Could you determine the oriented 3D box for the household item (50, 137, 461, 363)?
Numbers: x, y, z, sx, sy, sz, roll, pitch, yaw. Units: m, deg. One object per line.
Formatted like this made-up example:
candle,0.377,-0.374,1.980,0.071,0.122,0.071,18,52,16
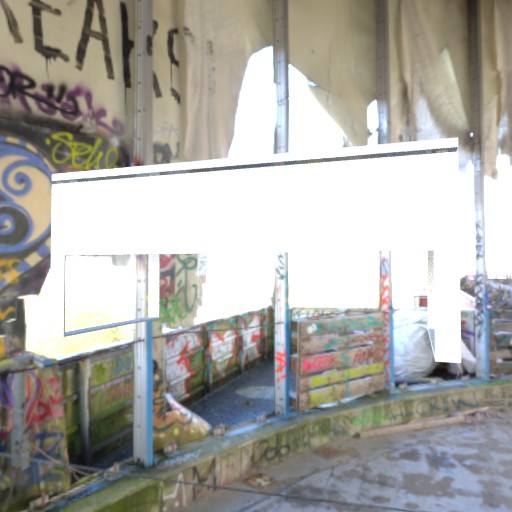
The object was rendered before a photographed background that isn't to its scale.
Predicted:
household item,0.000,0.000,2.113,1.700,0.745,0.800,-1,-2,20
